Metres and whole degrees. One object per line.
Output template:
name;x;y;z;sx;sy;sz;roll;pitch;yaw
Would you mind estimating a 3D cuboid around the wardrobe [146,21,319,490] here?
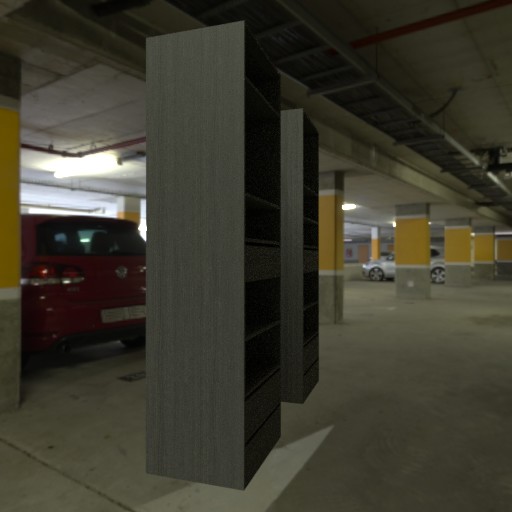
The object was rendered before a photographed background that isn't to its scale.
wardrobe;0.000;0.000;2.801;0.480;2.000;1.770;0;0;18
